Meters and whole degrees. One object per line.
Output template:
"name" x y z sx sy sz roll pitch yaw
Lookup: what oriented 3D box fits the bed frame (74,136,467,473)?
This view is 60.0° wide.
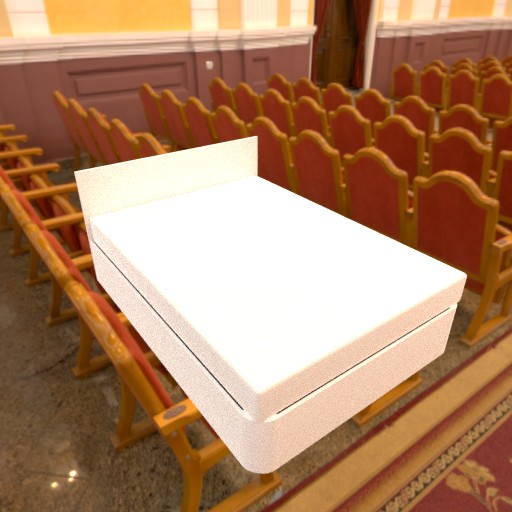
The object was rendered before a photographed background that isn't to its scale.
"bed frame" 0.000 0.000 2.644 1.400 0.800 1.900 -20 36 -31
